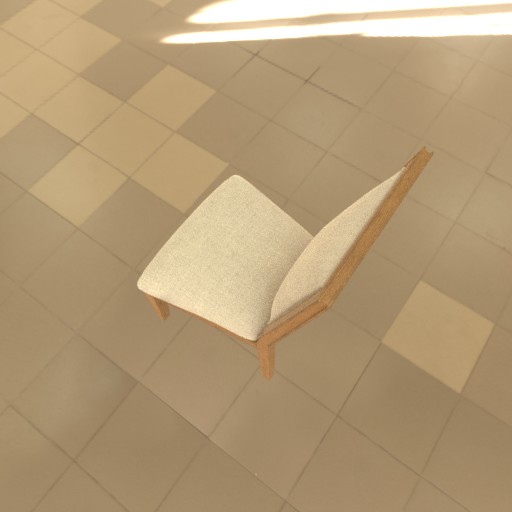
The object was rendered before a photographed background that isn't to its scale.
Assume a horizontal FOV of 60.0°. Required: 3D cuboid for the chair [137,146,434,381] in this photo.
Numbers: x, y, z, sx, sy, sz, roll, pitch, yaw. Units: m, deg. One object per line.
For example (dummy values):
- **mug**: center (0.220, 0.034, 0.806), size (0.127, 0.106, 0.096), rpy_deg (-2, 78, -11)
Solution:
- **chair**: center (0.000, 0.000, 1.346), size (0.601, 0.988, 0.536), rpy_deg (33, 68, 15)
